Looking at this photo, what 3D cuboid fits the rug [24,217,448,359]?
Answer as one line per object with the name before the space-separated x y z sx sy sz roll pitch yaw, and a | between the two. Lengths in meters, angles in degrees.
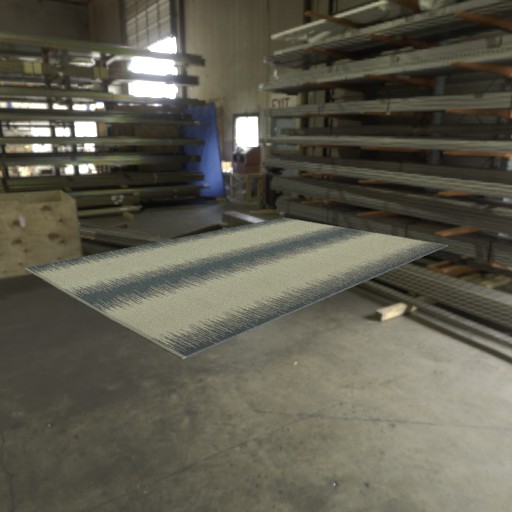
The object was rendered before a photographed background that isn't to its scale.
rug | 0.000 0.000 2.288 1.234 0.006 1.854 15 21 43
